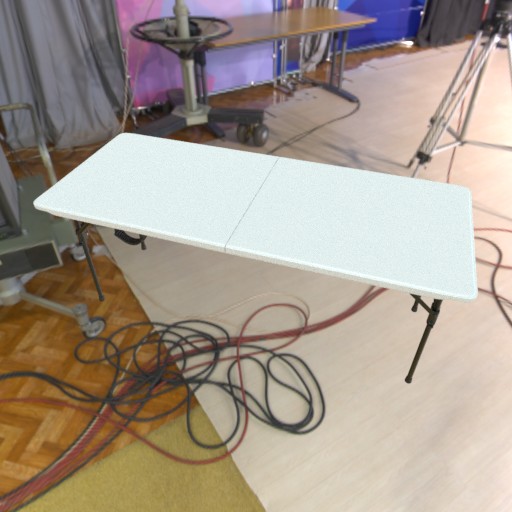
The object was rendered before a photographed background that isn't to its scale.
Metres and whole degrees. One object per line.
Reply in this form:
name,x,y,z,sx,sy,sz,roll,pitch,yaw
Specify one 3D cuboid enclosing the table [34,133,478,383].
table,0.000,0.000,2.212,1.829,0.719,0.761,12,42,14
